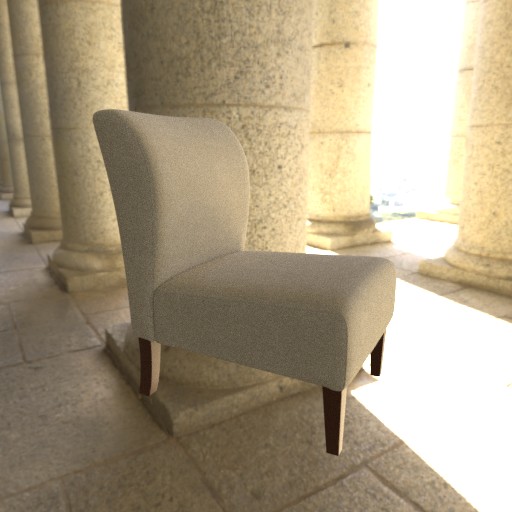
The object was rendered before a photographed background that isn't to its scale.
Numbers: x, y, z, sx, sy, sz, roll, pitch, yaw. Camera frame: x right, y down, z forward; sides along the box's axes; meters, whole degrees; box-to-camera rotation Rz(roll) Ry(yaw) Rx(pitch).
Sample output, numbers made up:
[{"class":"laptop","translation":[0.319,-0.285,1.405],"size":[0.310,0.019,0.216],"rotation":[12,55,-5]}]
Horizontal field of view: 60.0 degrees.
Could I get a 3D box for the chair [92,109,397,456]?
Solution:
[{"class":"chair","translation":[0.000,0.000,1.330],"size":[0.754,0.833,0.521],"rotation":[7,16,28]}]
